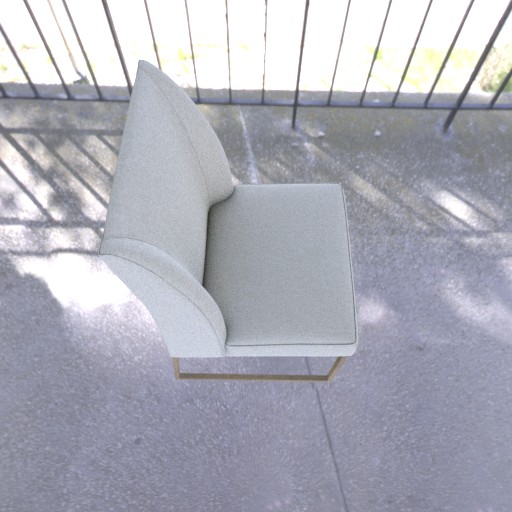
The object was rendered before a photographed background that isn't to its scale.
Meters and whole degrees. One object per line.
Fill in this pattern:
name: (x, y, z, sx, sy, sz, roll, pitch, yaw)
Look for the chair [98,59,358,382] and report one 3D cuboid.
chair: (0.000, 0.000, 1.189, 0.522, 0.863, 0.508, 1, 62, 0)
